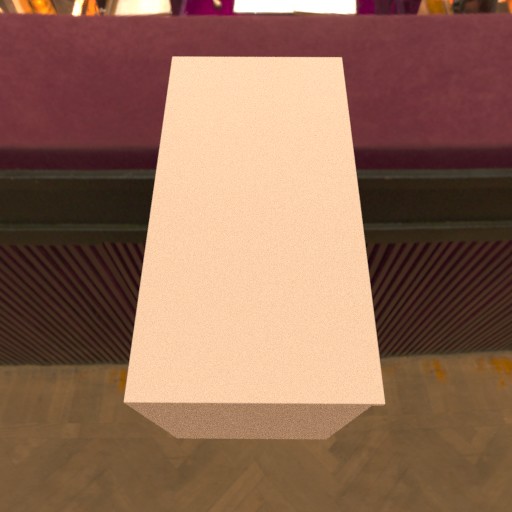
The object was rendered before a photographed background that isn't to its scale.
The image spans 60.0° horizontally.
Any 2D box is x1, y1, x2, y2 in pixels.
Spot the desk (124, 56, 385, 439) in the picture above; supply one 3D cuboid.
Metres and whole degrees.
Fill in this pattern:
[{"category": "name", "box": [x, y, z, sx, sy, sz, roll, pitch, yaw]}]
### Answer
[{"category": "desk", "box": [0.000, 0.000, 1.527, 0.560, 0.730, 1.100, 0, 62, 0]}]
